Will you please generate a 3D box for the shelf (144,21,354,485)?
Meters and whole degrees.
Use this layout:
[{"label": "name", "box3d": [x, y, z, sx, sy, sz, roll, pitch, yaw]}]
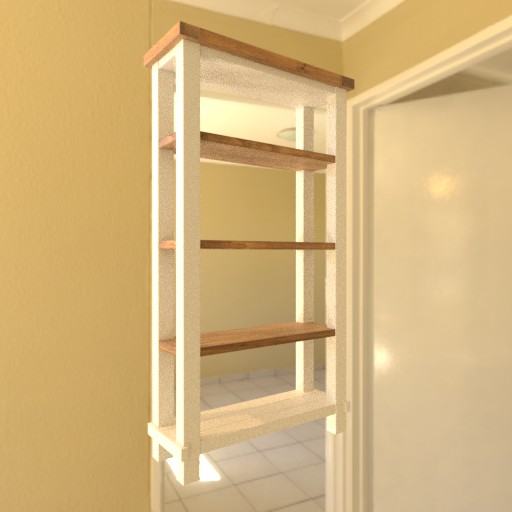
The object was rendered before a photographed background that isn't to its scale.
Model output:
[{"label": "shelf", "box3d": [0.000, 0.000, 2.220, 1.022, 1.878, 0.381, 0, 0, -36]}]
